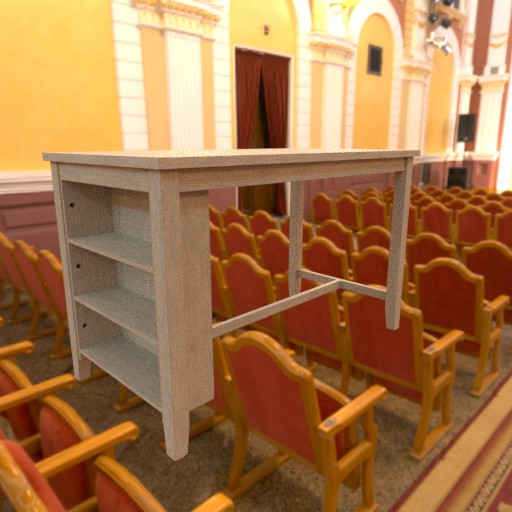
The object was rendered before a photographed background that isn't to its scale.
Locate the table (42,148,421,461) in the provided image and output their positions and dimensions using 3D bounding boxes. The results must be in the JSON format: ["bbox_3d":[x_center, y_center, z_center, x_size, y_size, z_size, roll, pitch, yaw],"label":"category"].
[{"bbox_3d":[0.000,0.000,1.896,0.729,0.874,1.397,14,20,43],"label":"table"}]
